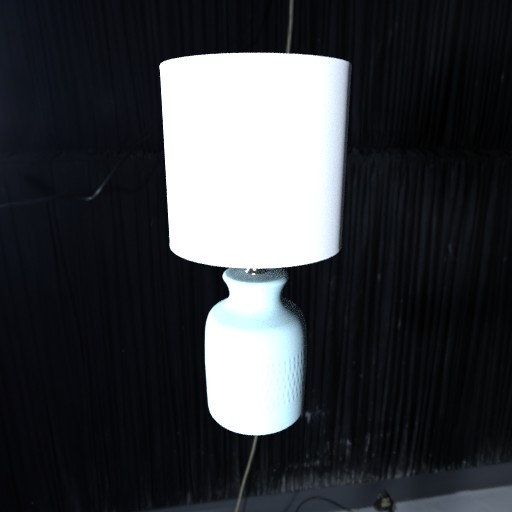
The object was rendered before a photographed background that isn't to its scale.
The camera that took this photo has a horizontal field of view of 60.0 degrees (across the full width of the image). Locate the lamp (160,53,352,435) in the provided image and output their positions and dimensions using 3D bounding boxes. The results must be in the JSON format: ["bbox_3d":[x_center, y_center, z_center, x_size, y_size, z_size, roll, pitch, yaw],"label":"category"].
[{"bbox_3d":[0.000,0.000,1.106,0.418,0.871,0.418,-3,17,-10],"label":"lamp"}]
